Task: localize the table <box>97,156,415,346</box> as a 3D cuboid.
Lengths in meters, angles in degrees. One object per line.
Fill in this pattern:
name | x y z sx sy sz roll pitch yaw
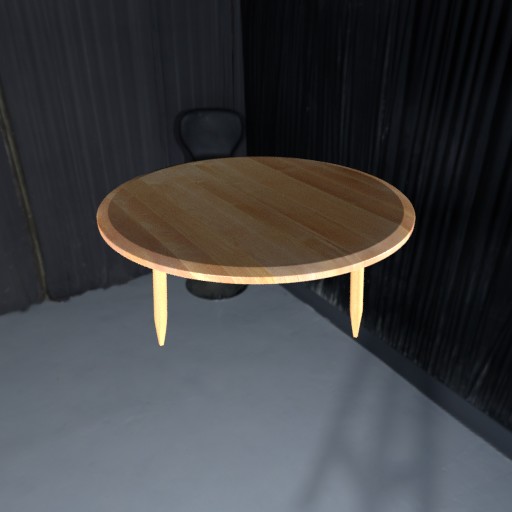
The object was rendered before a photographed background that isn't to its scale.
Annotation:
table | 0.000 0.000 1.406 0.900 0.400 0.900 0 28 0
